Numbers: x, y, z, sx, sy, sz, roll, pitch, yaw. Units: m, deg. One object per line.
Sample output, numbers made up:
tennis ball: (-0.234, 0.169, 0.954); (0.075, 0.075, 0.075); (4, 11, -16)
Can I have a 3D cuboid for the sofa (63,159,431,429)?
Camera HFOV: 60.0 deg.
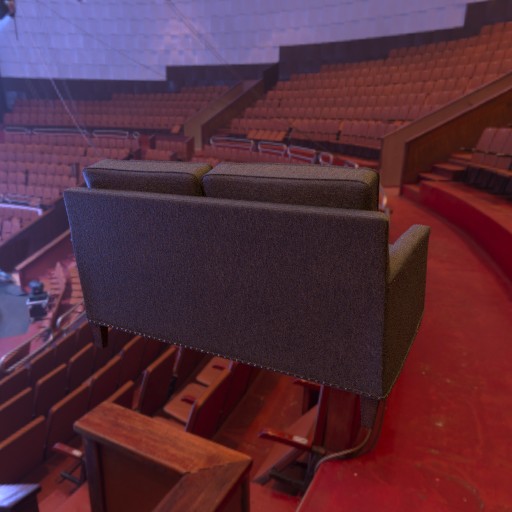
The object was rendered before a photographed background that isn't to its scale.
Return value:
sofa: (0.000, 0.000, 2.289); (1.597, 1.003, 1.084); (8, 18, 26)
